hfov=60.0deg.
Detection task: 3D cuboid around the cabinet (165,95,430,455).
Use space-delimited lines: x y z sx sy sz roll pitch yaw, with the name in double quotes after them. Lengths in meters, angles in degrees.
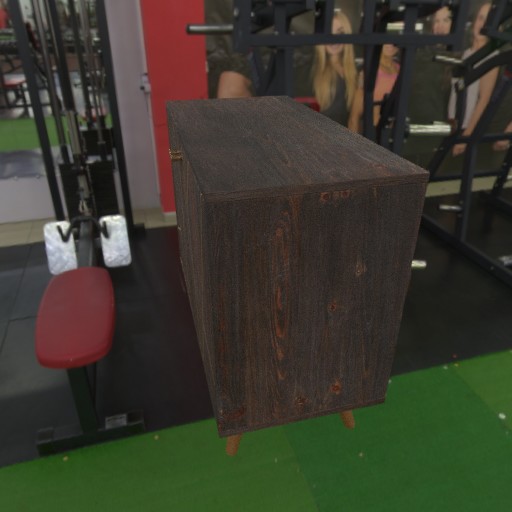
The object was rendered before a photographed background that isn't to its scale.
0.000 0.000 1.563 0.529 0.897 1.023 -7 30 -13 "cabinet"
